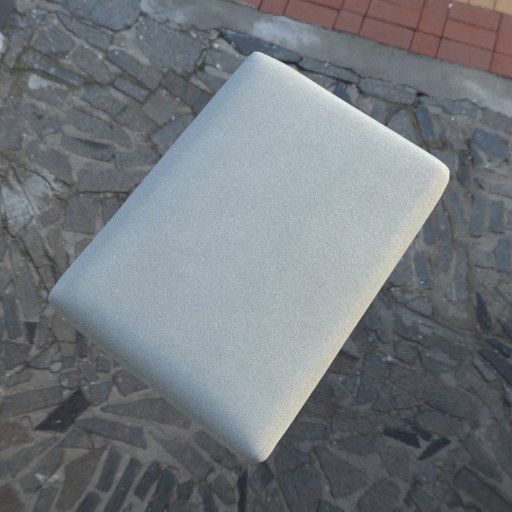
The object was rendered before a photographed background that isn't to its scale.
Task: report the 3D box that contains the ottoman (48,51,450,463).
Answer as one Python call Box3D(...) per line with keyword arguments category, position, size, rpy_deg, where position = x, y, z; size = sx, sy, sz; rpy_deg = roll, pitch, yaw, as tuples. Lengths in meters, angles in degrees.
Box3D(category="ottoman", position=(0.000, 0.000, 1.140), size=(0.569, 0.499, 0.773), rpy_deg=(35, 79, 8))
